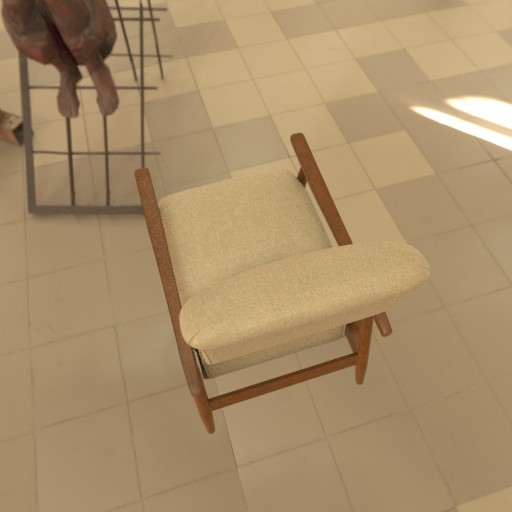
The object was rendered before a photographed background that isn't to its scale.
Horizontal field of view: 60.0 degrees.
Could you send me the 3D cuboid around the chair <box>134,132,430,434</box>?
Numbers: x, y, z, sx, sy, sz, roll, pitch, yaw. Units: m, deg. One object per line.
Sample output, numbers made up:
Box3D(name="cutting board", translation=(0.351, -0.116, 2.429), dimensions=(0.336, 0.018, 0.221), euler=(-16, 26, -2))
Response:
Box3D(name="chair", translation=(0.000, 0.000, 1.749), dimensions=(0.762, 1.082, 1.030), euler=(-15, 59, -9))
